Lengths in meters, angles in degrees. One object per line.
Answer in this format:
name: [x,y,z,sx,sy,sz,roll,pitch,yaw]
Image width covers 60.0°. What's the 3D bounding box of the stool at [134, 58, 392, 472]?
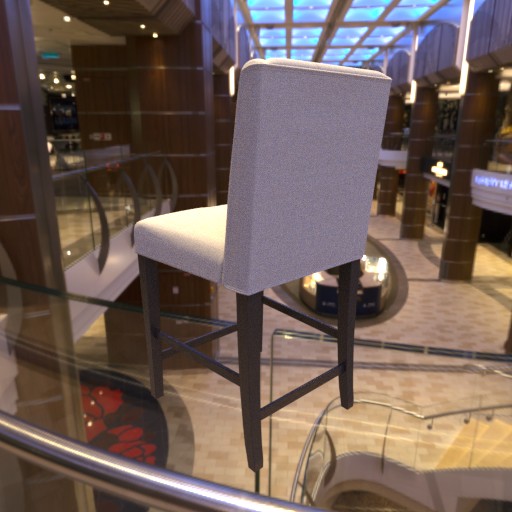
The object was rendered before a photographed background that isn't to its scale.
stool: [0.000,0.000,1.230,0.474,0.939,0.509,-14,22,-40]
